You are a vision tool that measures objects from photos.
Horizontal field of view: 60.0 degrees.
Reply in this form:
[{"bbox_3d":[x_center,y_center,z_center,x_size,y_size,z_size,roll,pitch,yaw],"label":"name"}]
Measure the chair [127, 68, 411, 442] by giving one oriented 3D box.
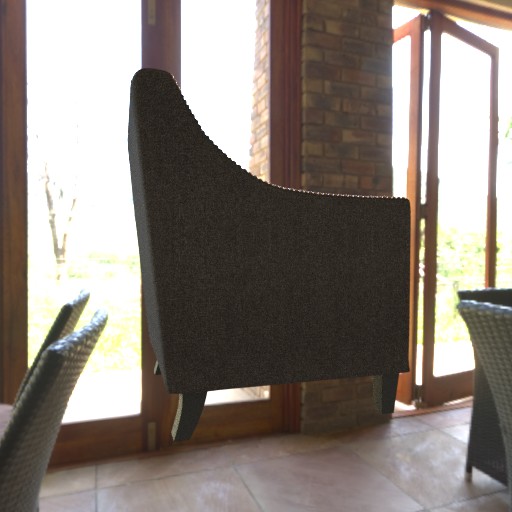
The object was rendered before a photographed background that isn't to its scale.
[{"bbox_3d":[0.000,0.000,1.599,0.884,0.967,0.776,0,0,-17],"label":"chair"}]
